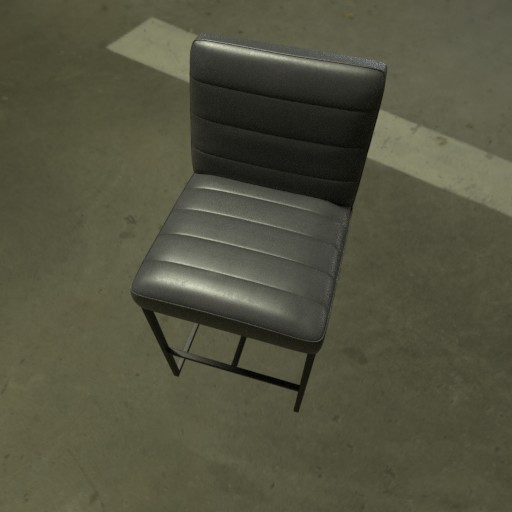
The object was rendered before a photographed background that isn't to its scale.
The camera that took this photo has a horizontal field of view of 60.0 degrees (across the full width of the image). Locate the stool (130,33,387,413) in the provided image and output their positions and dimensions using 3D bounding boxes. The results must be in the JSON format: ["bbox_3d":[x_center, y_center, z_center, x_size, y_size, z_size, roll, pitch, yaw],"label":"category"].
[{"bbox_3d":[0.000,0.000,1.231,0.457,0.938,0.552,14,57,9],"label":"stool"}]
